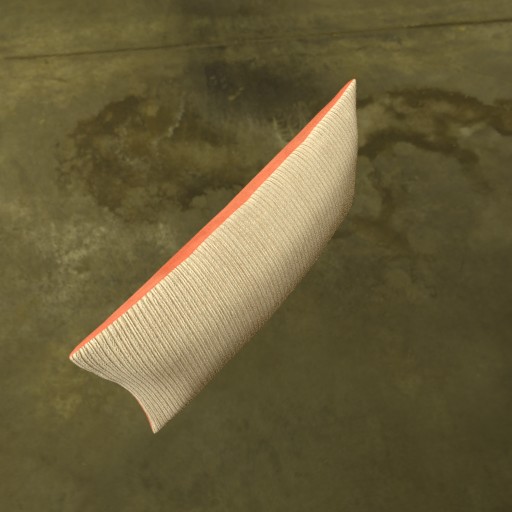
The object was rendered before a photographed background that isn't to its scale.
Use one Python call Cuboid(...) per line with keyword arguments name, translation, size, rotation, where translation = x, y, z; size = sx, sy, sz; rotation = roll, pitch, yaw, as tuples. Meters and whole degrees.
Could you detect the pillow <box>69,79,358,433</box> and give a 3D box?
Cuboid(name="pillow", translation=(0.000, 0.000, 0.736), size=(0.155, 0.307, 0.608), rotation=(34, 64, 19))
